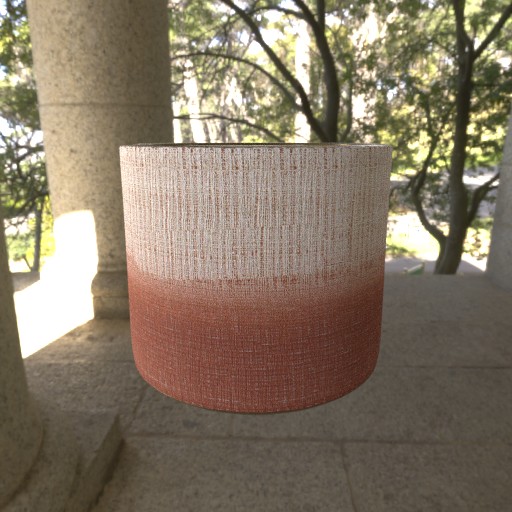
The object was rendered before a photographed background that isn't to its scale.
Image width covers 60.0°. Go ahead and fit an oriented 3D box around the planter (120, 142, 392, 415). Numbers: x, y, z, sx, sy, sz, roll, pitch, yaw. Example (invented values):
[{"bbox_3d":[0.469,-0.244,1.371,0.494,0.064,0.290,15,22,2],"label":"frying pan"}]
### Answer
[{"bbox_3d":[0.000,0.000,0.449,0.254,0.221,0.254,0,15,0],"label":"planter"}]
